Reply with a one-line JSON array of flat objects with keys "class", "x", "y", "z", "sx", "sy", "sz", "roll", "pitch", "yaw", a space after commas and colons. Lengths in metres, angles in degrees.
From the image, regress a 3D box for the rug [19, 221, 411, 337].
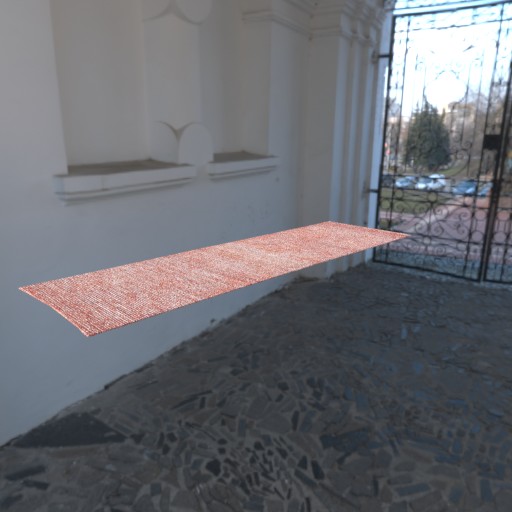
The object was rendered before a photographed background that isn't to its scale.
[{"class": "rug", "x": 0.000, "y": 0.000, "z": 2.583, "sx": 2.353, "sy": 0.013, "sz": 0.718, "roll": -14, "pitch": 21, "yaw": -42}]
